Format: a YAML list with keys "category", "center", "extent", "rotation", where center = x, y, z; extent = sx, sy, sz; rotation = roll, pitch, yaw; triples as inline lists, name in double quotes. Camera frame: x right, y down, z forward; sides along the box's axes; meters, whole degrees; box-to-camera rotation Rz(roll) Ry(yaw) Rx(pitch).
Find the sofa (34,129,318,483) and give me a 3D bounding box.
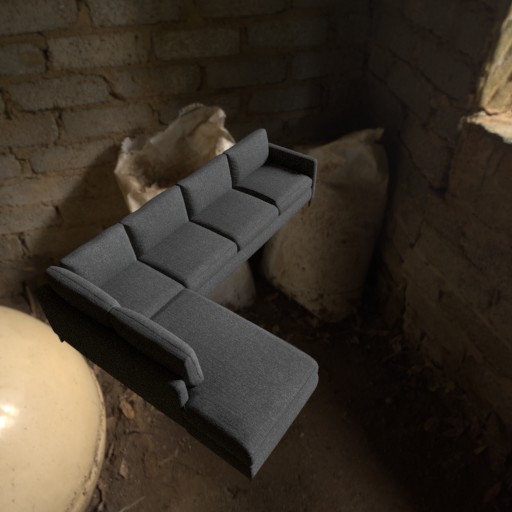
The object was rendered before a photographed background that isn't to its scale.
- category: "sofa"
  center: [0.000, 0.000, 3.852]
  extent: [2.007, 0.815, 2.949]
  rotation: [25, 48, 25]
